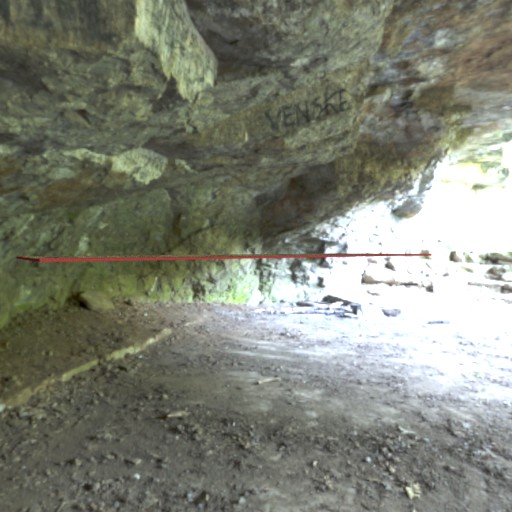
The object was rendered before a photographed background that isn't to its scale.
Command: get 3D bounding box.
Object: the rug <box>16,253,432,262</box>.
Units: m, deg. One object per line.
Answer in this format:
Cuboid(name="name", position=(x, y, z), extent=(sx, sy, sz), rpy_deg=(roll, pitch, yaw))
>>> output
Cuboid(name="rug", position=(0.000, 0.000, 2.467), extent=(2.292, 0.015, 0.659), rpy_deg=(-1, 1, -35))
